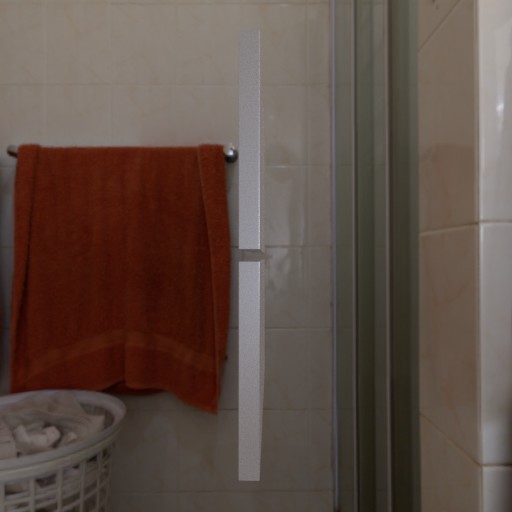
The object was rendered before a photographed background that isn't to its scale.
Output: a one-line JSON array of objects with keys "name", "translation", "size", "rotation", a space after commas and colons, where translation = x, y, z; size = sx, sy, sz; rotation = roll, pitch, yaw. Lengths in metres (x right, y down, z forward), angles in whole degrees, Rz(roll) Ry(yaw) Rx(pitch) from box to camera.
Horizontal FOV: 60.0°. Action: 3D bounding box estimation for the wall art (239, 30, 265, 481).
[{"name": "wall art", "translation": [0.000, 0.000, 0.907], "size": [0.029, 0.611, 0.611], "rotation": [0, 0, 2]}]
